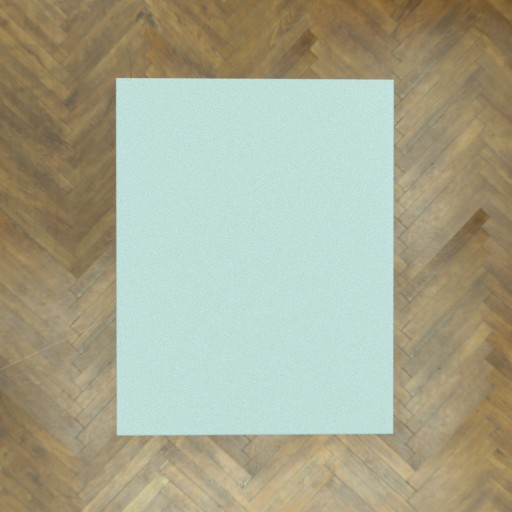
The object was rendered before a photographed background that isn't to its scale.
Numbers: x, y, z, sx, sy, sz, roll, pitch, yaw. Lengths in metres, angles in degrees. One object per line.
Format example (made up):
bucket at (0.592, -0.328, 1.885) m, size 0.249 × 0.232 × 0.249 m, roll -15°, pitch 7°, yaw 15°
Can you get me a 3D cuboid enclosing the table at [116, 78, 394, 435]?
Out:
table at (0.000, 0.000, 1.021) m, size 0.451 × 0.646 × 0.564 m, roll 0°, pitch 90°, yaw -1°
